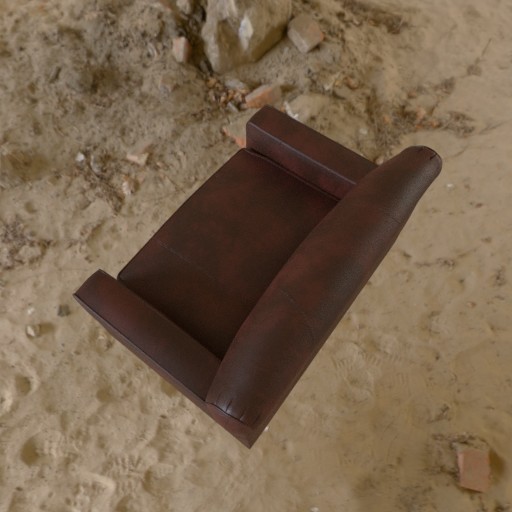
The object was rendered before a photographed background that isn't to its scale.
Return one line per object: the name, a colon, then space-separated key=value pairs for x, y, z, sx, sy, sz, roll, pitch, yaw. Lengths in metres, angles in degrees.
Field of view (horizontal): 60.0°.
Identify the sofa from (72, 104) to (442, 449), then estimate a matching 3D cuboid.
sofa: x=0.000 y=0.000 z=2.121 sx=1.000 sy=0.956 sz=1.413 roll=34 pitch=68 yaw=16
